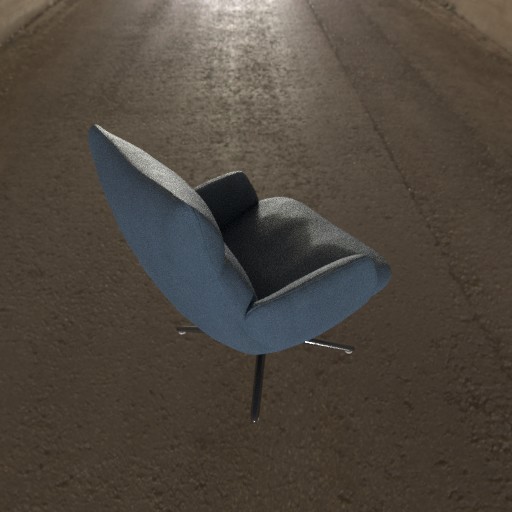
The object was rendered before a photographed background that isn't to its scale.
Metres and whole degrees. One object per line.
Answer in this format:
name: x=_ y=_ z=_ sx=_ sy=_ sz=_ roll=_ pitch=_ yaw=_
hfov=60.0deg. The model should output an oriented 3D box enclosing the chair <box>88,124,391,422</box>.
chair: x=0.000 y=0.000 z=1.582 sx=0.889 sy=1.016 sz=0.711 roll=-27 pitch=47 yaw=-28
